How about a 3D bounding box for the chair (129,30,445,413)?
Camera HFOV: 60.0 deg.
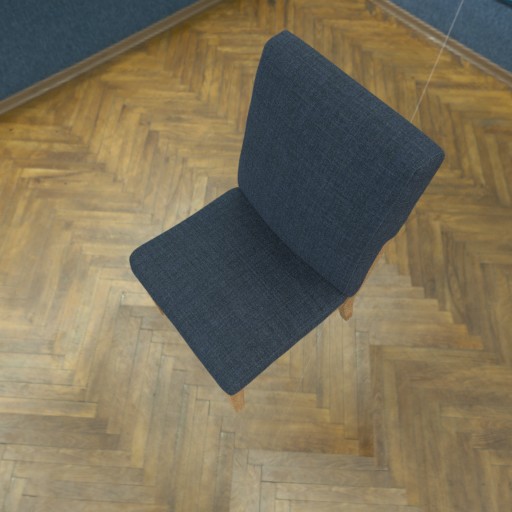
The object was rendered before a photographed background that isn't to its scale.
[{"bbox_3d":[0.000,0.000,1.248,0.586,0.911,0.507,-36,68,-17],"label":"chair"}]
